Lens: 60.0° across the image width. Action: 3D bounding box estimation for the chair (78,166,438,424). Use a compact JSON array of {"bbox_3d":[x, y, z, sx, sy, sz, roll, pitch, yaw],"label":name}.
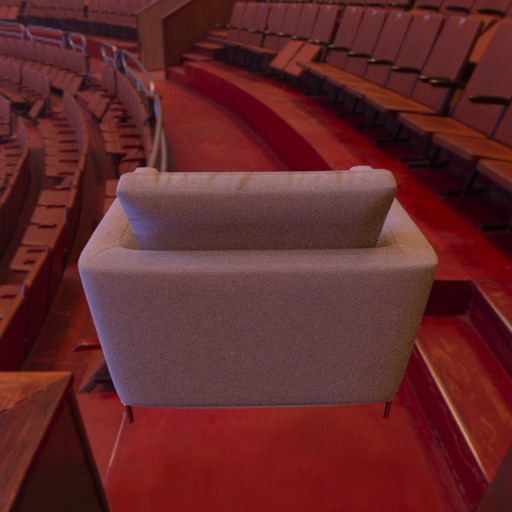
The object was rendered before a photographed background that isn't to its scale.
[{"bbox_3d":[0.000,0.000,1.658,1.041,0.864,0.889,-1,30,-1],"label":"chair"}]
